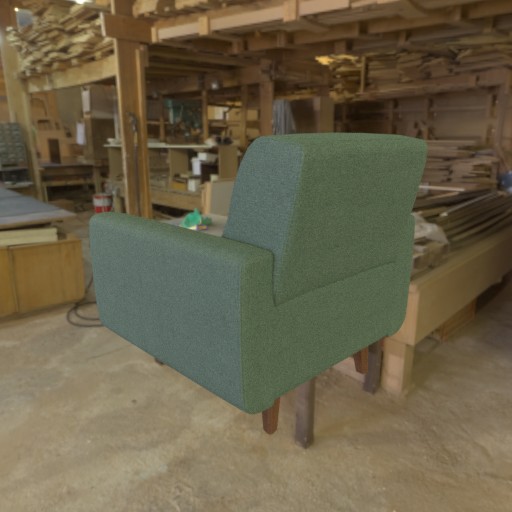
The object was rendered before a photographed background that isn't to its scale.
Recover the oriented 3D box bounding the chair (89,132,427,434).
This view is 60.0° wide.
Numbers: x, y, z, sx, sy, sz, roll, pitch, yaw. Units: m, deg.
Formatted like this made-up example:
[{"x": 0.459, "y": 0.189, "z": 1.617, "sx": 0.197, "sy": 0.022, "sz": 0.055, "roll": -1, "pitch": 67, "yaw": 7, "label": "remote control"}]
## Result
[{"x": 0.000, "y": 0.000, "z": 1.562, "sx": 0.831, "sy": 0.841, "sz": 0.909, "roll": -15, "pitch": 21, "yaw": -41, "label": "chair"}]
